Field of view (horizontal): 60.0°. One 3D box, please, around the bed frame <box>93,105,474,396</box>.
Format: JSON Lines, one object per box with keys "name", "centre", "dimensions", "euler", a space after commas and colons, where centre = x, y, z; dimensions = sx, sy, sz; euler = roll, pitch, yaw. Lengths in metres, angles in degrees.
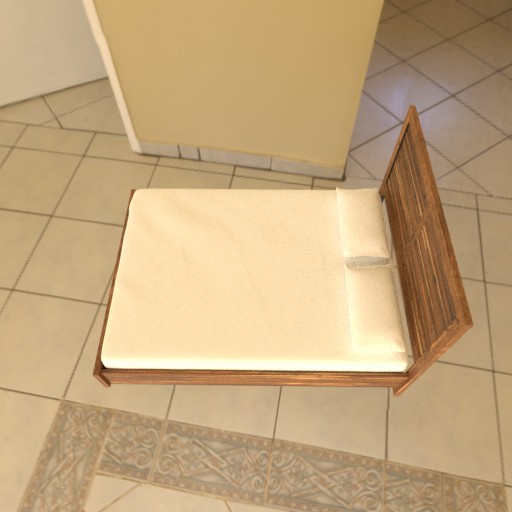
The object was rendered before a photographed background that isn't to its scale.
{"name": "bed frame", "centre": [0.000, 0.000, 3.344], "dimensions": [2.276, 1.417, 1.696], "euler": [1, 58, 0]}
